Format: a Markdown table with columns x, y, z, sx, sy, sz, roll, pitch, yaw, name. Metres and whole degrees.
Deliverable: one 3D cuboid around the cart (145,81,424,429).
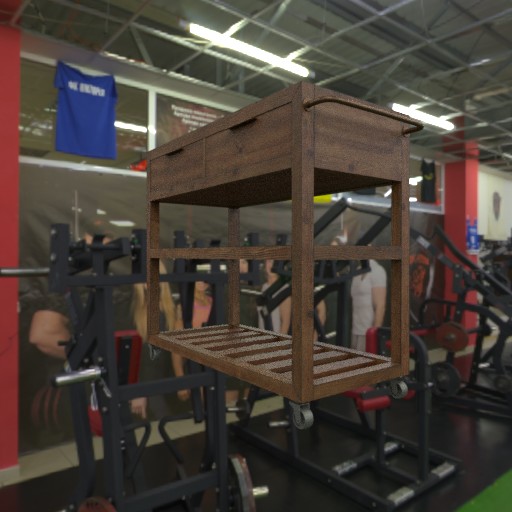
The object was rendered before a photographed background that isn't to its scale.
| x | y | z | sx | sy | sz | roll | pitch | yaw | name |
| --- | --- | --- | --- | --- | --- | --- | --- | --- | --- |
| 0.000 | 0.000 | 1.535 | 0.445 | 0.830 | 1.065 | 0 | 0 | -37 | cart |
